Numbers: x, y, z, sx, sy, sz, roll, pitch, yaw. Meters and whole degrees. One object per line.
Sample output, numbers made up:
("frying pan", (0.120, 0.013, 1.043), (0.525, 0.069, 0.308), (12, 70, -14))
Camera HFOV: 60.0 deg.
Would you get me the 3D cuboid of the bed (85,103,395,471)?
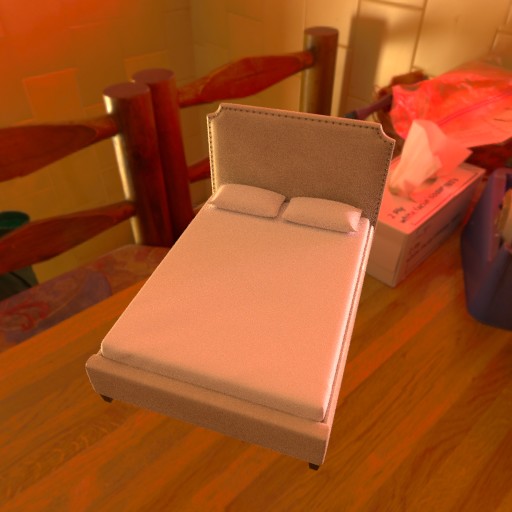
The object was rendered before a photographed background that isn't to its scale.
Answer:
("bed", (0.000, 0.000, 3.492), (1.712, 1.443, 2.372), (12, 42, 14))
